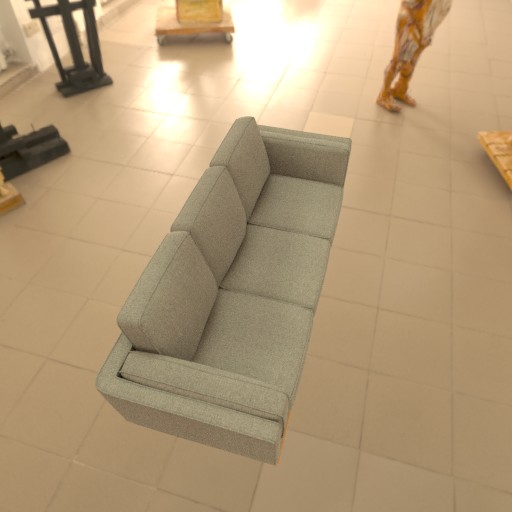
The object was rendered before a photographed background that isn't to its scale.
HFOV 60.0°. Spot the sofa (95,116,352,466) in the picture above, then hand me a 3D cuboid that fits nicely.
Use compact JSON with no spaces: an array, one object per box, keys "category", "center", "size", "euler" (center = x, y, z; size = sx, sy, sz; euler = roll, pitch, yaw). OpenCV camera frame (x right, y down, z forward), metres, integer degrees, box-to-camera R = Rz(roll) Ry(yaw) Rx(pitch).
[{"category":"sofa","center":[0.000,0.000,2.835],"size":[0.903,0.899,2.362],"euler":[12,48,11]}]
